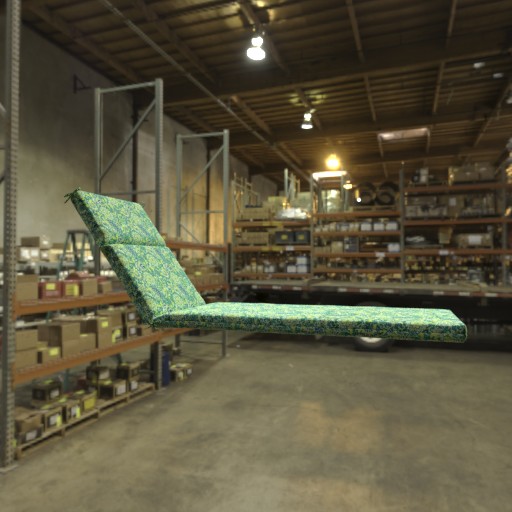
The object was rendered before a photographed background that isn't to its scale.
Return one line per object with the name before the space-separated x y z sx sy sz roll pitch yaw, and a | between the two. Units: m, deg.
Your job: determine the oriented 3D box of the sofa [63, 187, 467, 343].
sofa | 0.000 0.000 1.989 1.663 0.622 0.582 0 -1 18
